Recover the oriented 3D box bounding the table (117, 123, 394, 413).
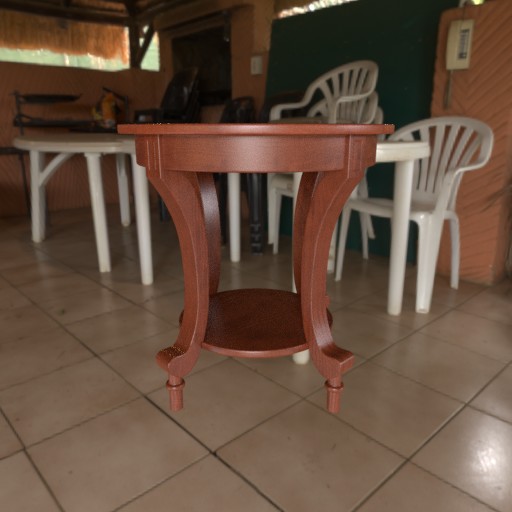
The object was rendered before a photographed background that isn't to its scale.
[{"bbox_3d":[0.000,0.000,1.079,0.597,0.612,0.597,0,16,0],"label":"table"}]
